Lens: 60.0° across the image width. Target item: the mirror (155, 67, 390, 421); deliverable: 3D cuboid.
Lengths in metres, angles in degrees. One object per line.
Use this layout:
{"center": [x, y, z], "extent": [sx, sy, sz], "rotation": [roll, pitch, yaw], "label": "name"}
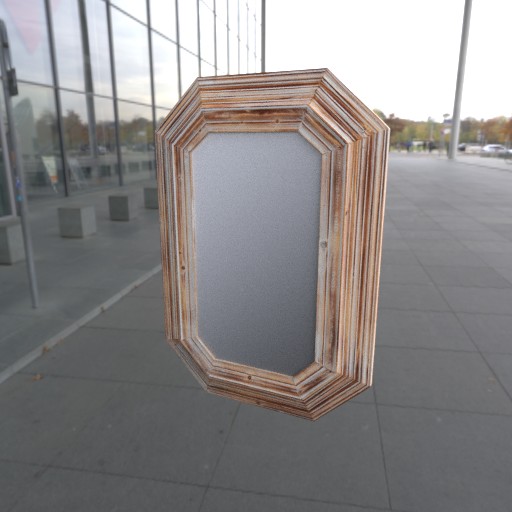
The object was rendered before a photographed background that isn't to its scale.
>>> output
{"center": [0.000, 0.000, 1.311], "extent": [0.709, 1.015, 0.061], "rotation": [7, 16, 25], "label": "mirror"}
